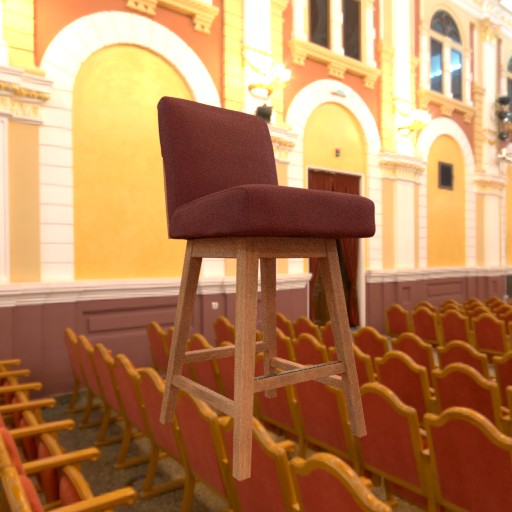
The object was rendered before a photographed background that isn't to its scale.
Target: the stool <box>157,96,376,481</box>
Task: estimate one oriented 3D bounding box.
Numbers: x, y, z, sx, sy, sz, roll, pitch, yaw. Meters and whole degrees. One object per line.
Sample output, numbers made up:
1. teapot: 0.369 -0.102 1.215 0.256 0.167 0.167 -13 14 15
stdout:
1. stool: 0.000 0.000 1.343 0.468 1.038 0.562 0 0 -36
